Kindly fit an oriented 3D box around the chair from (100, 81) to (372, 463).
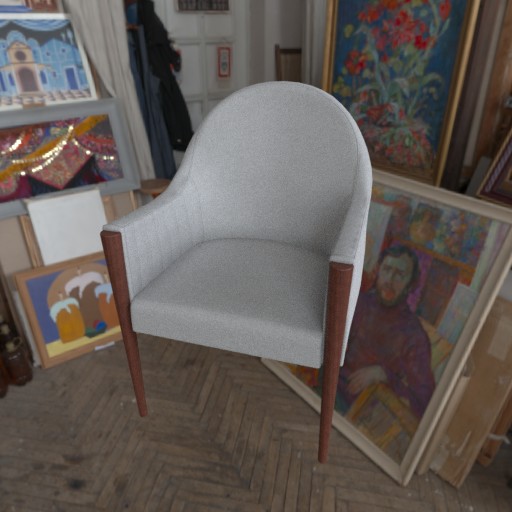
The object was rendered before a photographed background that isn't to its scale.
[{"bbox_3d":[0.000,0.000,1.286,0.610,0.889,0.620,8,29,15],"label":"chair"}]
